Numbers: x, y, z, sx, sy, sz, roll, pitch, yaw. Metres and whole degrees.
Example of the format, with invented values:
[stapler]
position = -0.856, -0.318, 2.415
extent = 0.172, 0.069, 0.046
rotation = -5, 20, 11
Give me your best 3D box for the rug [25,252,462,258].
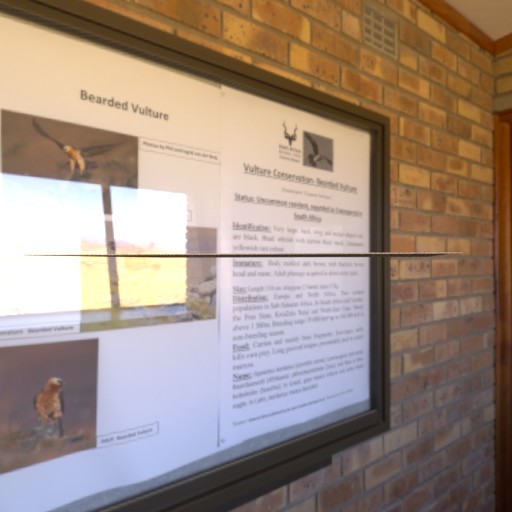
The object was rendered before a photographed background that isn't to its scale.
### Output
[rug]
position = 0.000, 0.000, 3.711
extent = 2.895, 0.006, 1.981
rotation = 0, -1, 17
